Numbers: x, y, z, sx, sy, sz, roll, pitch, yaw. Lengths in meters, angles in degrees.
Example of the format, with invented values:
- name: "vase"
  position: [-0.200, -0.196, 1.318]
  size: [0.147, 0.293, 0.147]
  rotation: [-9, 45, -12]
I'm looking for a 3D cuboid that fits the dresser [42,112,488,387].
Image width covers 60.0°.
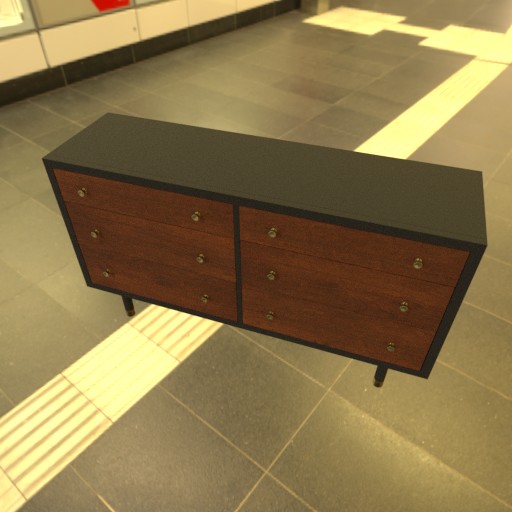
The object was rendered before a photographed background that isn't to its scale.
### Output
- name: "dresser"
  position: [0.000, 0.000, 1.905]
  size: [1.558, 0.872, 0.463]
  rotation: [13, 43, 14]
